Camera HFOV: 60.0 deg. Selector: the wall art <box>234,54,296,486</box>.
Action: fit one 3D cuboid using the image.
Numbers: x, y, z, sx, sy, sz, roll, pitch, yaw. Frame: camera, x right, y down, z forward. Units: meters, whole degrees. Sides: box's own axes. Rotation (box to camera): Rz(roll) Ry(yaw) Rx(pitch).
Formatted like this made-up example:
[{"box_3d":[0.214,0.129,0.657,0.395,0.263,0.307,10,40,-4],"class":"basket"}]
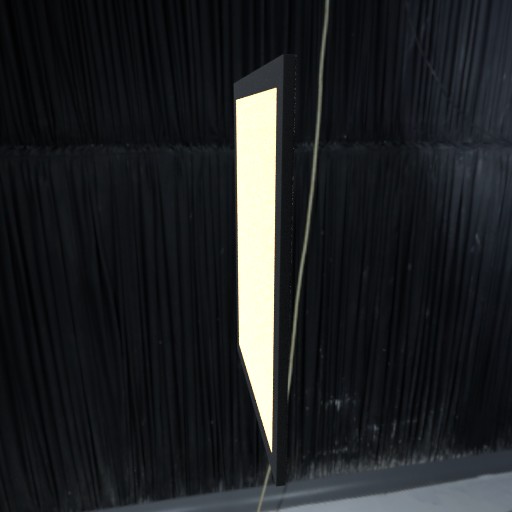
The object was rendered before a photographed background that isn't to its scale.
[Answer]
[{"box_3d":[0.000,0.000,0.599,0.011,0.459,0.326,-3,17,-10],"class":"wall art"}]
